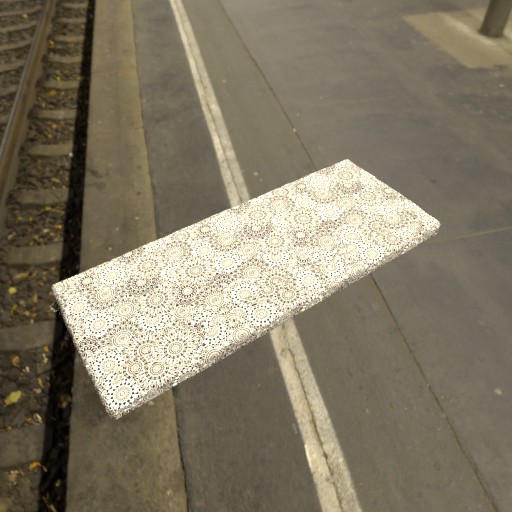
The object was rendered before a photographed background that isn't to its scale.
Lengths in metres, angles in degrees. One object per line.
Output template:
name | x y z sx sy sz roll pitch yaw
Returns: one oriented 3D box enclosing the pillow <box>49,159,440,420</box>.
pillow | 0.000 0.000 1.383 1.187 0.081 0.492 -26 51 -23
